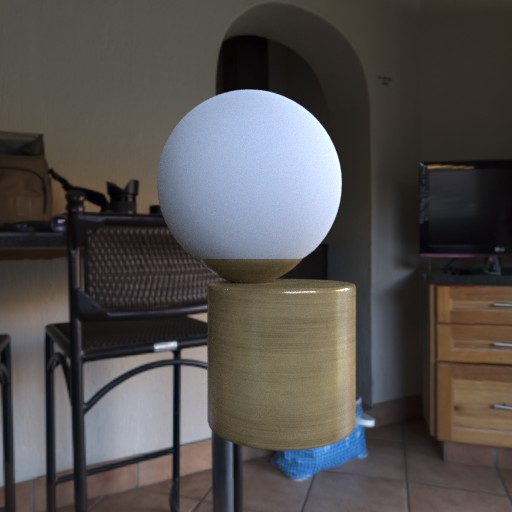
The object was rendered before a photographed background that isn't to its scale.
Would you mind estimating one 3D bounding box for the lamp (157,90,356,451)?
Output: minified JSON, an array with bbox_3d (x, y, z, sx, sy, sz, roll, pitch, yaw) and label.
[{"bbox_3d":[0.000,0.000,0.345,0.152,0.250,0.141,0,0,19],"label":"lamp"}]
